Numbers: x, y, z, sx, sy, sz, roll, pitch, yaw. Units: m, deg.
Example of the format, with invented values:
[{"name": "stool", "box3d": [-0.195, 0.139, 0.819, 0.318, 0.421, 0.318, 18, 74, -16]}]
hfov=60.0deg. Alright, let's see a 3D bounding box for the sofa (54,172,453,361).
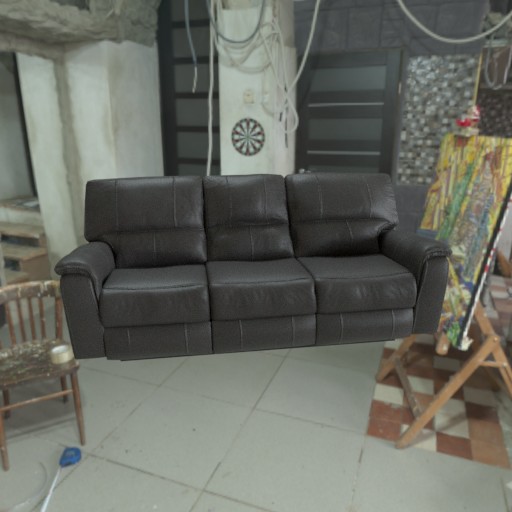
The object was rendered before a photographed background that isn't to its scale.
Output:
[{"name": "sofa", "box3d": [0.000, 0.000, 3.326, 2.627, 1.134, 1.104, -3, 17, -8]}]
